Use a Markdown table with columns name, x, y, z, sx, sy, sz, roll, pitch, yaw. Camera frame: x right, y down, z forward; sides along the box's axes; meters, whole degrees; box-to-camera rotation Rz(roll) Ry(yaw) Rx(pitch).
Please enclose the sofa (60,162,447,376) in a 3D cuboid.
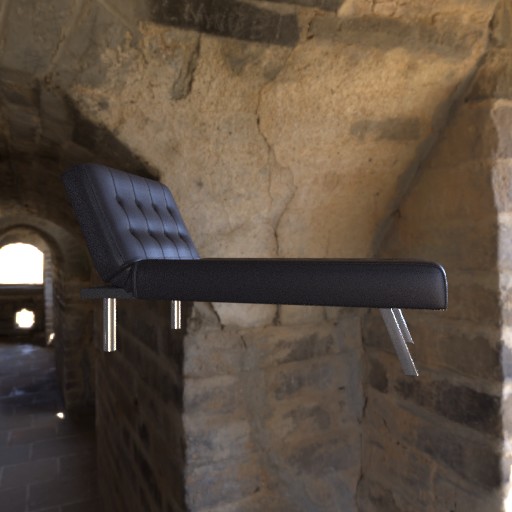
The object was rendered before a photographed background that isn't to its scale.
| name | x | y | z | sx | sy | sz | roll | pitch | yaw |
| --- | --- | --- | --- | --- | --- | --- | --- | --- | --- |
| sofa | 0.000 | 0.000 | 2.039 | 1.560 | 0.820 | 0.760 | 0 | 0 | 18 |
